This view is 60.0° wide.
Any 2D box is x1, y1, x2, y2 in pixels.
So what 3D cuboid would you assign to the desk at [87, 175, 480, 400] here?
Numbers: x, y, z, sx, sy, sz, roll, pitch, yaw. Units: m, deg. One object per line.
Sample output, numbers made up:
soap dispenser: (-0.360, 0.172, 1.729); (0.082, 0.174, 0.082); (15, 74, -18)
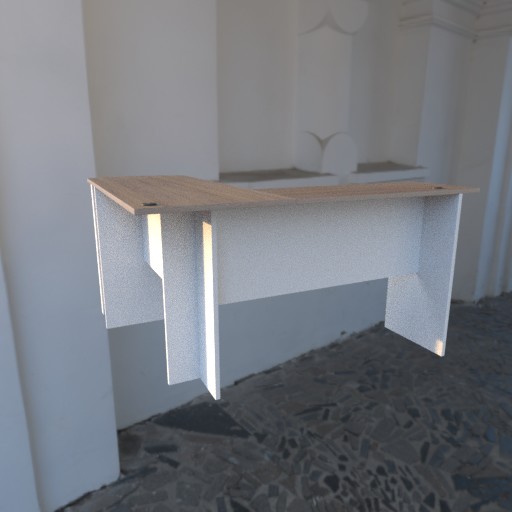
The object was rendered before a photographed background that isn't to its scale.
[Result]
desk: (0.000, 0.000, 2.140); (1.361, 0.716, 1.303); (-7, 16, -25)
